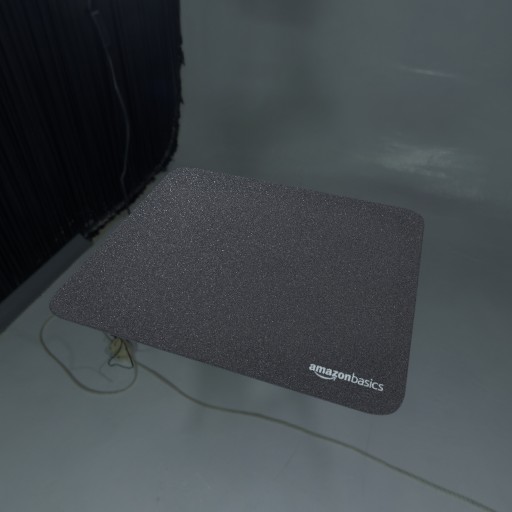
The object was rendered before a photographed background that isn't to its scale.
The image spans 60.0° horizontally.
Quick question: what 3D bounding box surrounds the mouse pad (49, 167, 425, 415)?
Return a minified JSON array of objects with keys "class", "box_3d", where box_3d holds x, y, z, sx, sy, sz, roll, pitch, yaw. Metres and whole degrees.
[{"class":"mouse pad","box_3d":[0.000,0.000,0.449,0.315,0.002,0.269,13,43,14]}]
